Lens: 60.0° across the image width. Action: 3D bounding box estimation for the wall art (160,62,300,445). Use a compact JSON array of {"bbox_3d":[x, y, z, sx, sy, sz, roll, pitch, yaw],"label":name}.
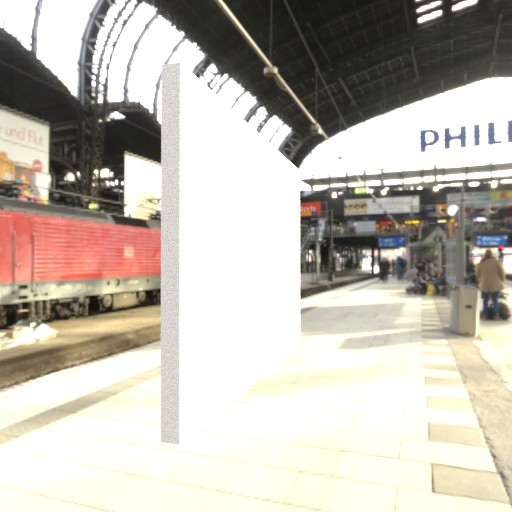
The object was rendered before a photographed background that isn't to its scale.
[{"bbox_3d":[0.000,0.000,1.673,0.051,0.902,1.308,0,-1,18],"label":"wall art"}]
